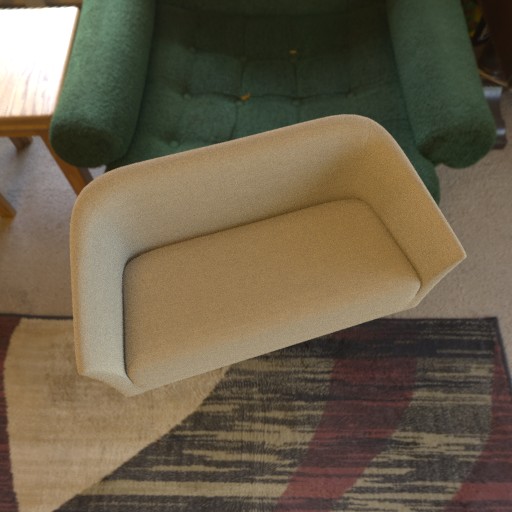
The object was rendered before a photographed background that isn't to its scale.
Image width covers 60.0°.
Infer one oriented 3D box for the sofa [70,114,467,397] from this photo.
[{"bbox_3d":[0.000,0.000,1.899,1.452,0.721,0.705,-16,65,-8],"label":"sofa"}]
